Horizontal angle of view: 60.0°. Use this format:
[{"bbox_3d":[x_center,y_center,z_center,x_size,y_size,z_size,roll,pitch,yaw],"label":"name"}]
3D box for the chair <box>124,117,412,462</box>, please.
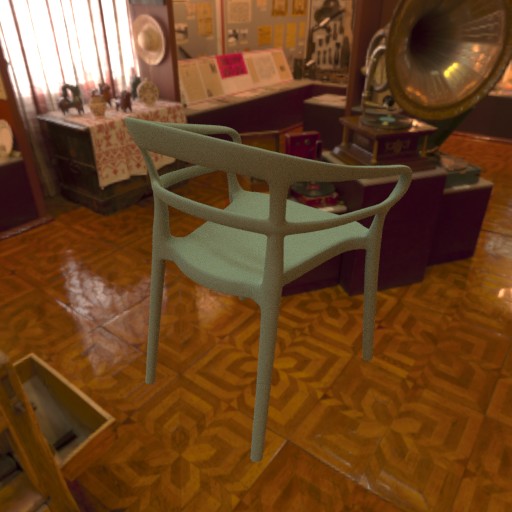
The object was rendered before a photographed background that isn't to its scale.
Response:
[{"bbox_3d":[0.000,0.000,1.132,0.559,0.761,0.527,22,37,33],"label":"chair"}]
